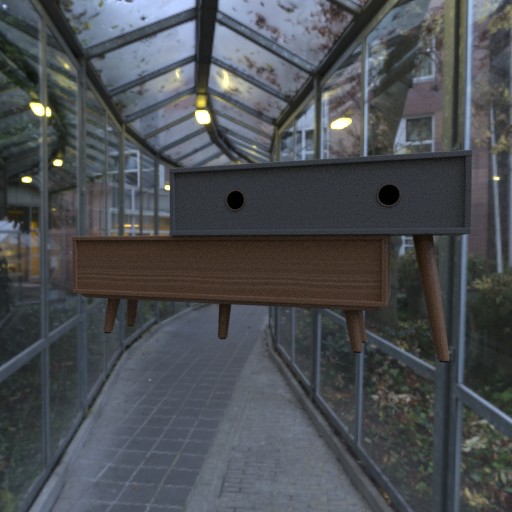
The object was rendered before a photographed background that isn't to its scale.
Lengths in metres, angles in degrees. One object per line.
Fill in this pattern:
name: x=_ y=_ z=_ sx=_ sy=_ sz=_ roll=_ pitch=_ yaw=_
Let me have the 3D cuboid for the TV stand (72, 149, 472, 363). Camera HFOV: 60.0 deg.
TV stand: x=0.000 y=0.000 z=1.566 sx=1.336 sy=0.591 sz=0.329 roll=1 pitch=2 yaw=19
